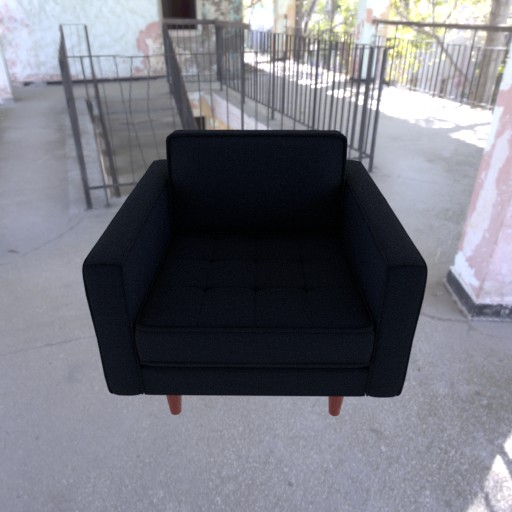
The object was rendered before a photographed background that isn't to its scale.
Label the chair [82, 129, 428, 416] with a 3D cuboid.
[{"bbox_3d":[0.000,0.000,1.587,0.899,0.770,0.920,0,29,1],"label":"chair"}]
